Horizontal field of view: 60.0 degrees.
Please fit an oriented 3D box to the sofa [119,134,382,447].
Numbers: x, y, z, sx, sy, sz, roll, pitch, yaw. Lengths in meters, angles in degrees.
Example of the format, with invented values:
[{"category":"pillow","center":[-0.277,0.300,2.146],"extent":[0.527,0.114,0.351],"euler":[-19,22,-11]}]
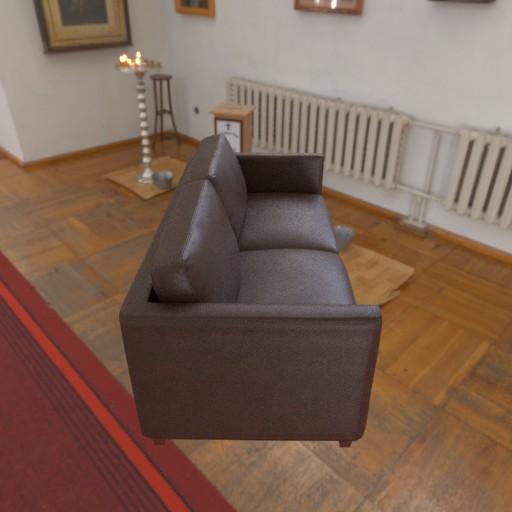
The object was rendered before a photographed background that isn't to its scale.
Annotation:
[{"category":"sofa","center":[0.000,0.000,2.450],"extent":[0.951,0.933,1.883],"euler":[0,30,1]}]
